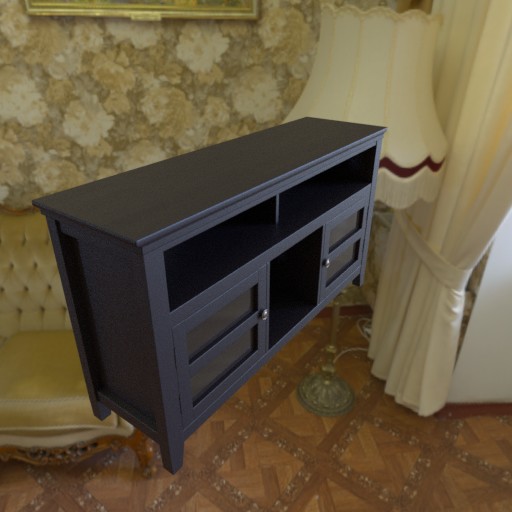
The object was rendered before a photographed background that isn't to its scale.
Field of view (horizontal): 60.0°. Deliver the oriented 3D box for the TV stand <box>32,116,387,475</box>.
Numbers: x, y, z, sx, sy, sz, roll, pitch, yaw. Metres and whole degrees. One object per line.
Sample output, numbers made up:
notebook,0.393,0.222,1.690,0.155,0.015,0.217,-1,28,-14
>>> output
TV stand,0.000,0.000,1.467,0.347,0.681,1.198,19,33,31
